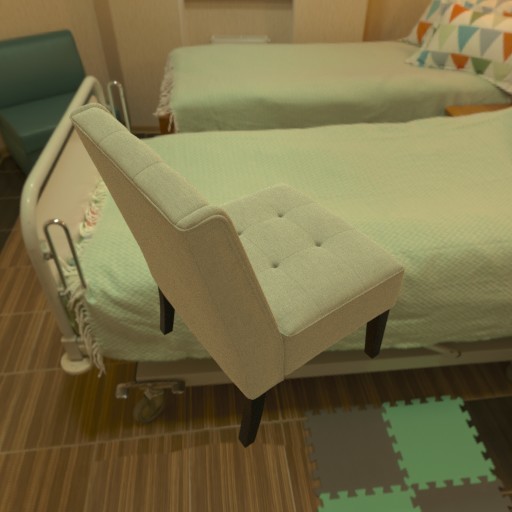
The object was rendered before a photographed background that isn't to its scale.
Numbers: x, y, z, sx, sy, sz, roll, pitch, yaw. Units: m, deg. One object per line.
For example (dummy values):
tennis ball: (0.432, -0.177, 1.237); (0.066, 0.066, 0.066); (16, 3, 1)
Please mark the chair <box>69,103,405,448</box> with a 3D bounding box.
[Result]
chair: (0.000, 0.000, 1.263); (0.676, 0.853, 0.569); (-25, 47, -26)
